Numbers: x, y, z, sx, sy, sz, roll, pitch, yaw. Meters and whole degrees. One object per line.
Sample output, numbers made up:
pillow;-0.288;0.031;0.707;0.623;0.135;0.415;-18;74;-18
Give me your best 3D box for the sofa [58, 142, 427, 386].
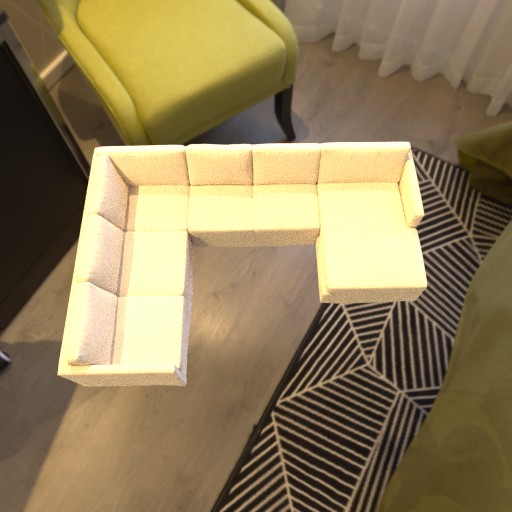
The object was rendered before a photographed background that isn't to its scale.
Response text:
sofa;0.000;0.000;4.530;3.460;0.882;2.427;-1;65;0
